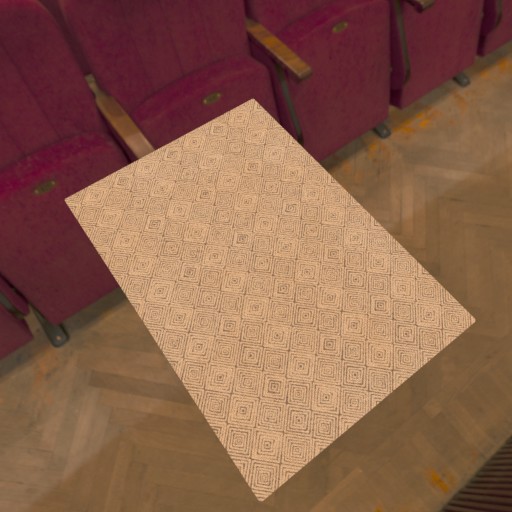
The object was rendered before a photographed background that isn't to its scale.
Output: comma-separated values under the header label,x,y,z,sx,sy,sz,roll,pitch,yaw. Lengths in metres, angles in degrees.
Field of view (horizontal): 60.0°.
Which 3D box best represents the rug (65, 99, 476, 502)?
label,x,y,z,sx,sy,sz,roll,pitch,yaw
rug,0.000,0.000,2.820,1.593,0.008,2.238,-33,68,-16
